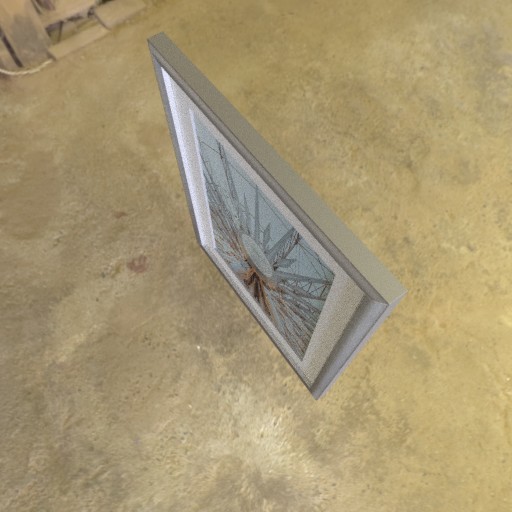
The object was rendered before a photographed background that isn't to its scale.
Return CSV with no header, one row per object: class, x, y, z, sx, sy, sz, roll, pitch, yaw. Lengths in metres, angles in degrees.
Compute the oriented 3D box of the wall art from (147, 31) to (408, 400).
wall art,0.000,0.000,0.750,0.029,0.558,0.458,-33,68,-15
